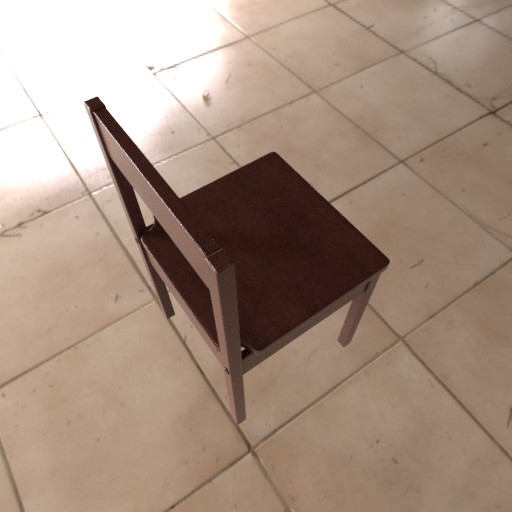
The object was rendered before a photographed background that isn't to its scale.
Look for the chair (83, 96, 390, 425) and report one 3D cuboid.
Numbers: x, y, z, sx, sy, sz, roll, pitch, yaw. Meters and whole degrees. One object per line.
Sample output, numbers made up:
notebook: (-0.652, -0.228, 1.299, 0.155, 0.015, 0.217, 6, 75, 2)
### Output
chair: (0.000, 0.000, 0.887, 0.361, 0.668, 0.367, -31, 61, -19)
